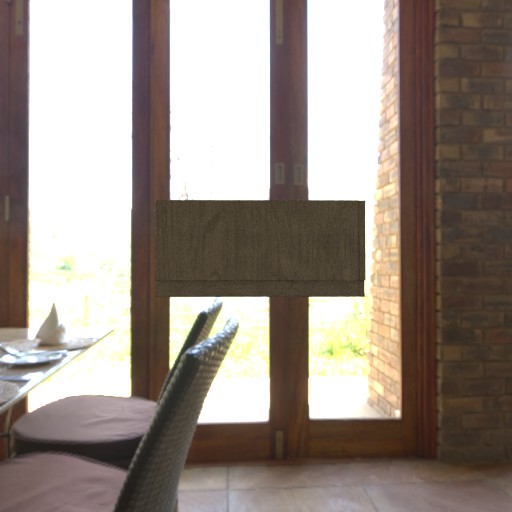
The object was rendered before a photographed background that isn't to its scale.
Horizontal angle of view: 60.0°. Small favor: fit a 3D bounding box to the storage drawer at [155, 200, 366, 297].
[{"bbox_3d":[0.000,0.000,2.278,0.591,0.274,2.072,0,-1,-1],"label":"storage drawer"}]
